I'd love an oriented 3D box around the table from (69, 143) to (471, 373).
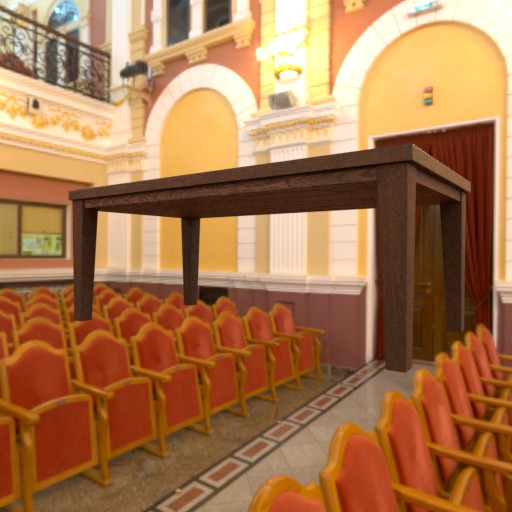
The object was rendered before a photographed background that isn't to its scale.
[{"bbox_3d":[0.000,0.000,2.440,1.981,0.762,1.016,0,1,36],"label":"table"}]
